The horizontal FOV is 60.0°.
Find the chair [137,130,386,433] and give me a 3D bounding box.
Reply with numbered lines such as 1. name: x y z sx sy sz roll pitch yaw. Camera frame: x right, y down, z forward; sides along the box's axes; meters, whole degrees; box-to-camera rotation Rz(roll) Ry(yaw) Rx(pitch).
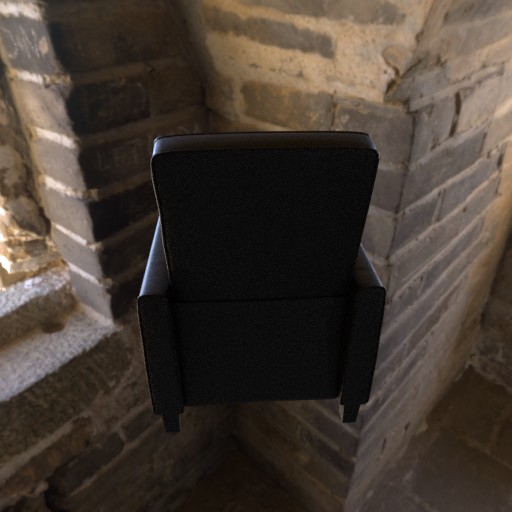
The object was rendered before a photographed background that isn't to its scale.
1. chair: 0.000 0.000 1.528 0.705 1.013 0.746 -2 30 -3
